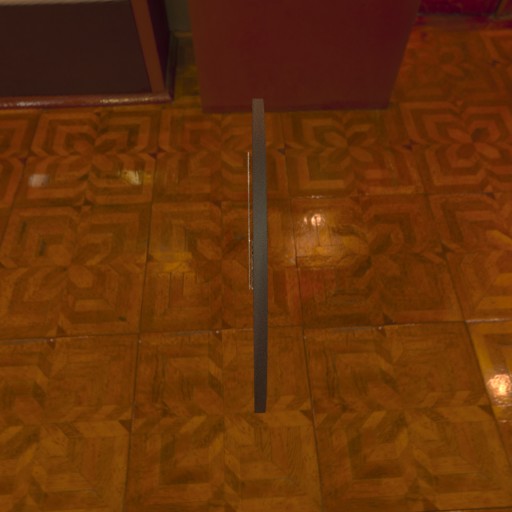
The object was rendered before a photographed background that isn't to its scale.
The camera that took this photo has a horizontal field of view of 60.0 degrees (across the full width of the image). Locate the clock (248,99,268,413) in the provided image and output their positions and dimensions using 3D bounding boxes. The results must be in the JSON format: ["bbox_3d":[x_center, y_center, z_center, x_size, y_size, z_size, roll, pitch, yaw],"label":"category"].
[{"bbox_3d":[0.000,0.000,0.891,0.029,0.595,0.595,0,59,0],"label":"clock"}]
